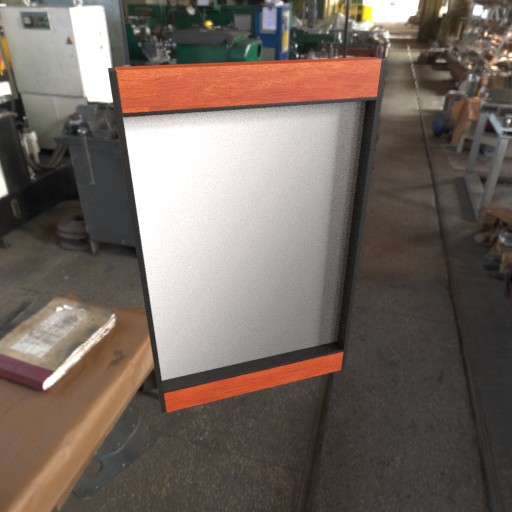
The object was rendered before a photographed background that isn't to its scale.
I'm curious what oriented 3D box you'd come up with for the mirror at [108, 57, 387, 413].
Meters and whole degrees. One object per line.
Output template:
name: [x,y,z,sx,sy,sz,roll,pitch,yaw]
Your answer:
mirror: [0.000,0.000,1.024,0.525,0.823,0.047,-9,31,-15]
